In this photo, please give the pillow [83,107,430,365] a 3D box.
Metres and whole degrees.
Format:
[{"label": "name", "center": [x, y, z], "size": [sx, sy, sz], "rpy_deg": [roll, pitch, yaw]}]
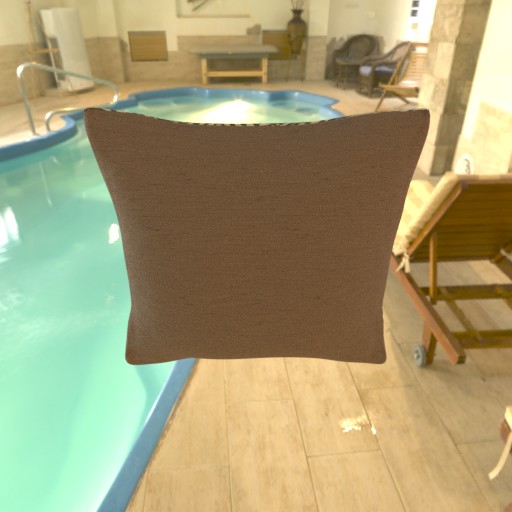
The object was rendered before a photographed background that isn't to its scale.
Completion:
[{"label": "pillow", "center": [0.000, 0.000, 0.645], "size": [0.436, 0.417, 0.148], "rpy_deg": [0, 30, 0]}]
